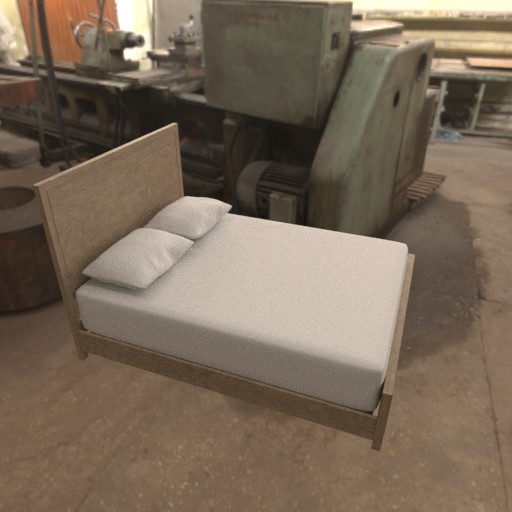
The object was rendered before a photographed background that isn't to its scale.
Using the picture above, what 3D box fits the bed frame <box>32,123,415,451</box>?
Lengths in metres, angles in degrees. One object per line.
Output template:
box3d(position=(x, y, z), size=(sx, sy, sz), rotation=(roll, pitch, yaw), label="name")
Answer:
box3d(position=(0.000, 0.000, 3.246), size=(2.189, 1.369, 1.606), rotation=(11, 32, 18), label="bed frame")
